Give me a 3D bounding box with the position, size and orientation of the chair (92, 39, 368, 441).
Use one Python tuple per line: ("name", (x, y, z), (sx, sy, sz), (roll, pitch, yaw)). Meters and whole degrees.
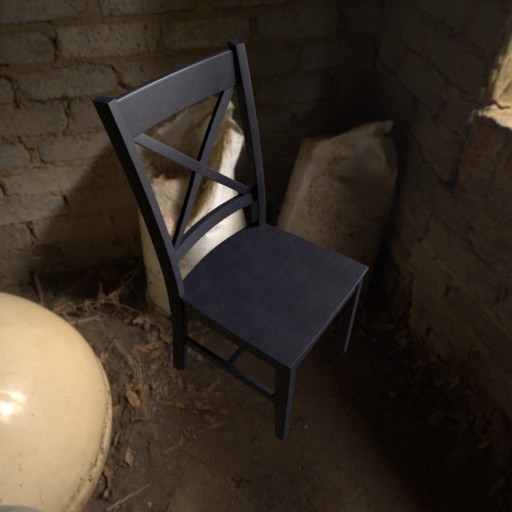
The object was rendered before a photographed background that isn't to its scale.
("chair", (0.000, 0.000, 1.296), (0.542, 0.983, 0.485), (26, 49, 25))
